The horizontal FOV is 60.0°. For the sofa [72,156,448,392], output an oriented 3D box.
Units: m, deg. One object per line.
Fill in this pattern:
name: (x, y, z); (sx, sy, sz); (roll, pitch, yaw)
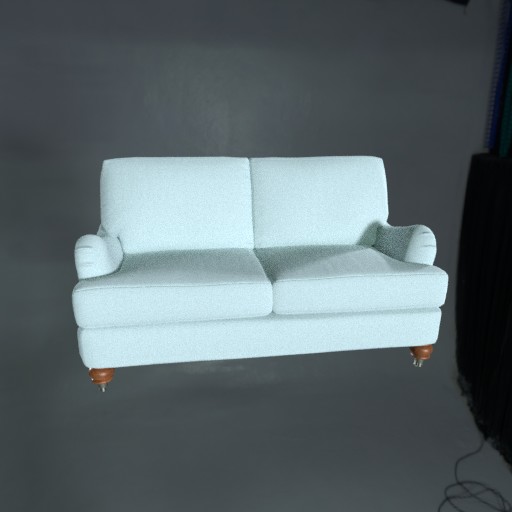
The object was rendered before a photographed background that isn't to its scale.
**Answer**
sofa: (0.000, 0.000, 2.559); (1.853, 1.101, 1.084); (-2, 15, -8)
